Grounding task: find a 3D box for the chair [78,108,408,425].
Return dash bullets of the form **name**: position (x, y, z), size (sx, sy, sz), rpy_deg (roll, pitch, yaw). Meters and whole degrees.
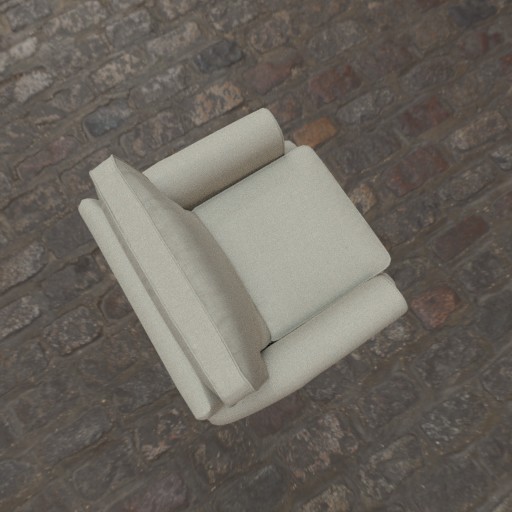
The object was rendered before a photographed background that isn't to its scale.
- **chair**: position (0.000, 0.000, 1.792), size (0.966, 0.967, 1.029), rpy_deg (-32, 78, -7)
